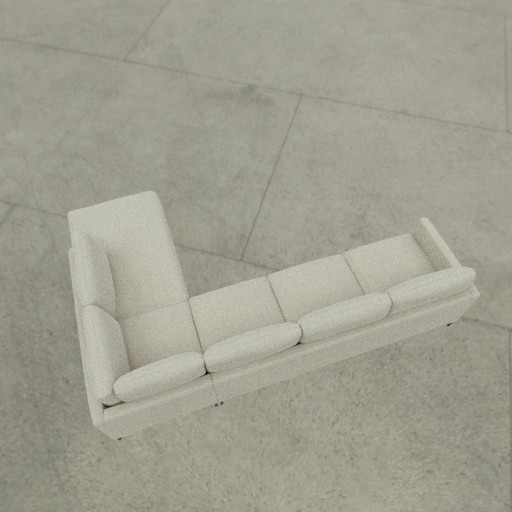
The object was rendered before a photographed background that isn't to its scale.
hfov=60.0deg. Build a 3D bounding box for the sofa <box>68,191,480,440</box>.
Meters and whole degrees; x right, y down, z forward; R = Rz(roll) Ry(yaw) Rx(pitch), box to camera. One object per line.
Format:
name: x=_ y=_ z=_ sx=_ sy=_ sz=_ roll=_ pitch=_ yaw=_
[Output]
sofa: x=0.000 y=0.000 z=3.746 sx=2.949 sy=0.815 sz=2.007 roll=-16 pitch=59 yaw=-10
